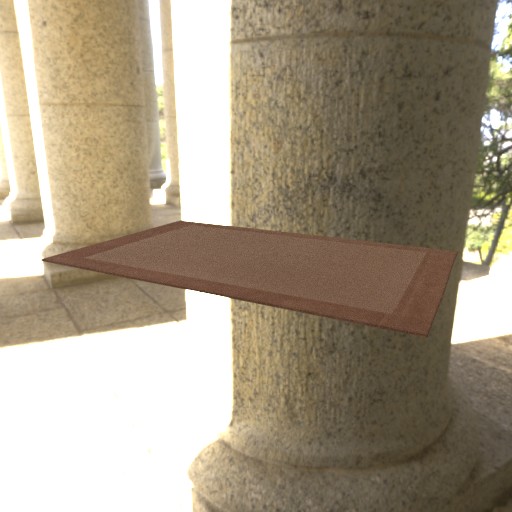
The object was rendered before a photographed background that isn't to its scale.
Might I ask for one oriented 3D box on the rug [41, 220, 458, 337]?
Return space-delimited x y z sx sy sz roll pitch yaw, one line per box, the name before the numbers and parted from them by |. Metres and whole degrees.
rug | 0.000 0.000 3.045 2.438 0.014 1.524 8 18 27
